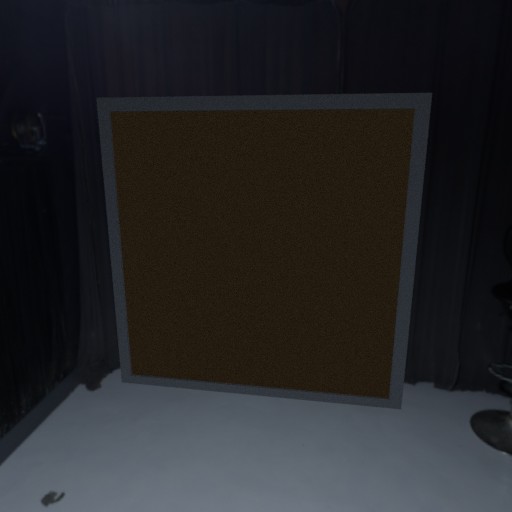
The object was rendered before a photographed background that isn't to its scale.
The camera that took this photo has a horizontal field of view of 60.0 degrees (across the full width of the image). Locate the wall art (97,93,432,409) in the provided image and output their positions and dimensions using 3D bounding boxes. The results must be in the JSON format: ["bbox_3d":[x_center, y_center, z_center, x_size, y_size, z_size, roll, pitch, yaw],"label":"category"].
[{"bbox_3d":[0.000,0.000,0.744,0.506,0.506,0.038,3,15,9],"label":"wall art"}]
